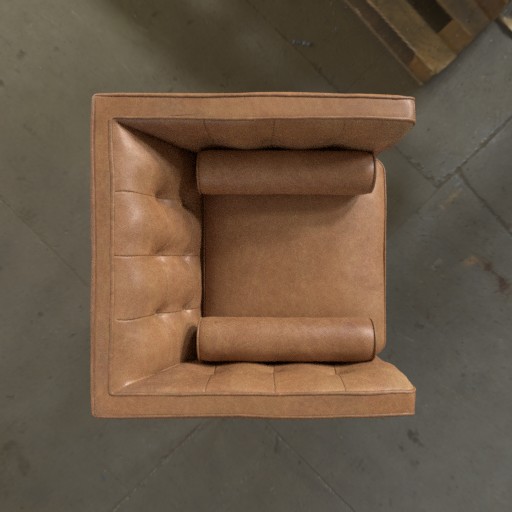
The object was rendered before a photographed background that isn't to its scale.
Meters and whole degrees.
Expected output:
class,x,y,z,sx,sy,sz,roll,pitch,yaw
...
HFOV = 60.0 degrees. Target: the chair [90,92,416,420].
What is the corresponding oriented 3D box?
class,x,y,z,sx,sy,sz,roll,pitch,yaw
chair,0.000,0.000,1.593,0.912,0.797,0.920,0,90,0
